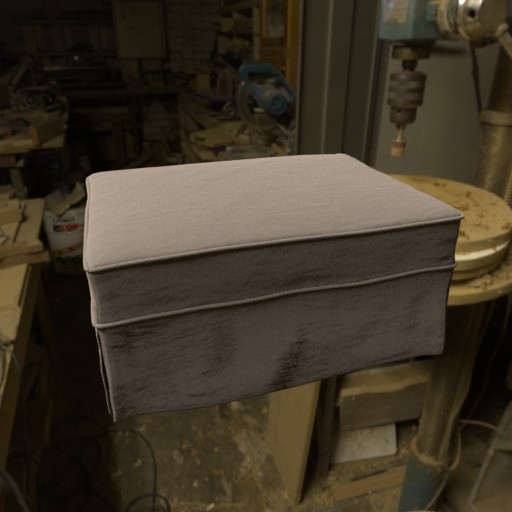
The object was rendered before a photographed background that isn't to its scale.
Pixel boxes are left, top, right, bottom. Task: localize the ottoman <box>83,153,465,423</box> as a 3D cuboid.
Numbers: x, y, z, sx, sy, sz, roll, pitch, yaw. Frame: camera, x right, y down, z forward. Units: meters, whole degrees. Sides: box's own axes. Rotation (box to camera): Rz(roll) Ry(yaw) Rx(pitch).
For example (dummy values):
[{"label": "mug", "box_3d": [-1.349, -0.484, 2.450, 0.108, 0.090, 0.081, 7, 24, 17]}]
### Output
[{"label": "ottoman", "box_3d": [0.000, 0.000, 1.321, 0.944, 0.479, 0.703, -8, 28, -16]}]
